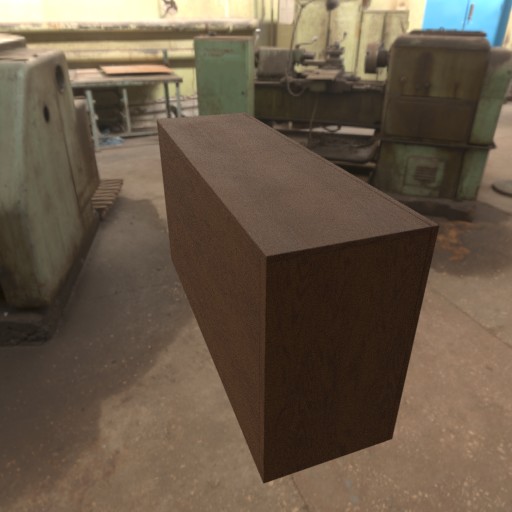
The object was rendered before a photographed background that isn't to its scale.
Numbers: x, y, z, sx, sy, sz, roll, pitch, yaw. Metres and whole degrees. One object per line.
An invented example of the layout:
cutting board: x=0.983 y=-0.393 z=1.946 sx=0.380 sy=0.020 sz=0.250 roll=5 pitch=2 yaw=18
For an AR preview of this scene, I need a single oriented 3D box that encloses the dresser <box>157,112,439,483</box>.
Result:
dresser: x=0.000 y=0.000 z=1.909 sx=0.512 sy=0.889 sz=1.523 roll=-10 pitch=31 yaw=-18
